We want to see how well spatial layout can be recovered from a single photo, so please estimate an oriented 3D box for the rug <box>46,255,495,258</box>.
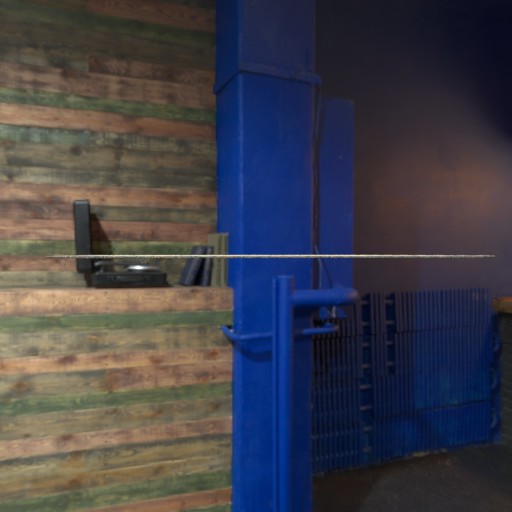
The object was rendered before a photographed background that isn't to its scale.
[{"bbox_3d":[0.000,0.000,2.223,1.730,0.009,1.278,0,0,-16],"label":"rug"}]
